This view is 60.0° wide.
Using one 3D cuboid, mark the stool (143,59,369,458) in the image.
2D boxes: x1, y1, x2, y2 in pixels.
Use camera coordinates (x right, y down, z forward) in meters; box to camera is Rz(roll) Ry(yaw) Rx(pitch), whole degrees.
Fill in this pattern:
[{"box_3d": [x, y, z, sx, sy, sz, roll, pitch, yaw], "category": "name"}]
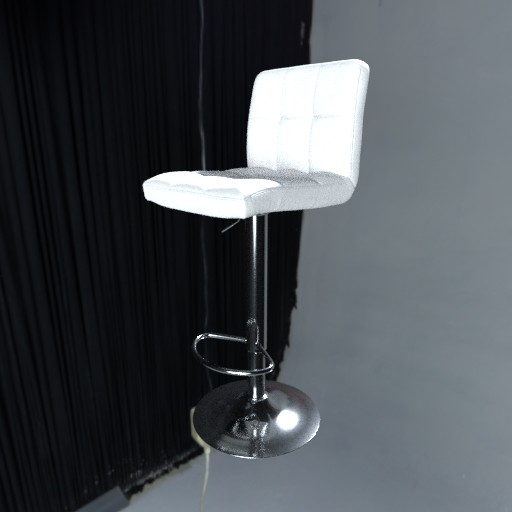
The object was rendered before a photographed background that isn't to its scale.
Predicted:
[{"box_3d": [0.000, 0.000, 1.343, 0.505, 1.115, 0.430, -15, 22, -43], "category": "stool"}]
